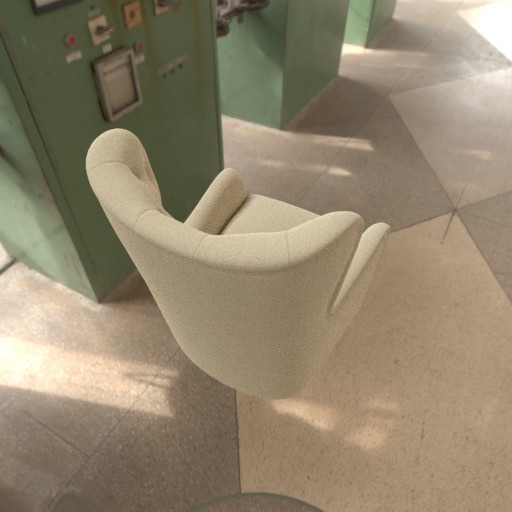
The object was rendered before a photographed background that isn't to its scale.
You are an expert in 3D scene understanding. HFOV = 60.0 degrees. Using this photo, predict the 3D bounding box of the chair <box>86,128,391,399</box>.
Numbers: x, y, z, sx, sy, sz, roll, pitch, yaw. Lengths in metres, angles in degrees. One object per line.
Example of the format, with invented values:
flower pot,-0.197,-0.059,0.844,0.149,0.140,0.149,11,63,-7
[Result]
chair,0.000,0.000,1.730,0.831,1.079,0.929,24,51,21
